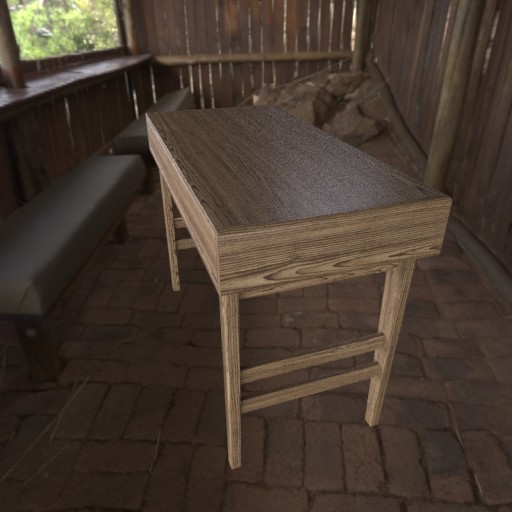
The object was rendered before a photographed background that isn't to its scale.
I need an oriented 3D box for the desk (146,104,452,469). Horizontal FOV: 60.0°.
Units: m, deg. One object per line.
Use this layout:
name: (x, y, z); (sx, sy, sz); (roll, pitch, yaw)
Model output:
desk: (0.000, 0.000, 1.475); (0.508, 0.755, 1.067); (-10, 31, -16)
